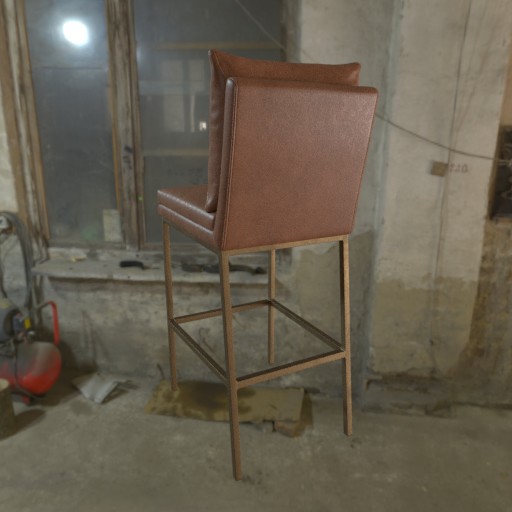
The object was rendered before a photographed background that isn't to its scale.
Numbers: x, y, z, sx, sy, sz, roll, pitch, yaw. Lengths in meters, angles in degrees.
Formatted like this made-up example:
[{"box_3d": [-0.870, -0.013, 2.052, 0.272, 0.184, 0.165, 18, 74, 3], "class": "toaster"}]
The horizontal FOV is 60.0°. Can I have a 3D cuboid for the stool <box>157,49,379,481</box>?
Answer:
[{"box_3d": [0.000, 0.000, 1.414, 0.463, 1.124, 0.571, -8, 17, -27], "class": "stool"}]
